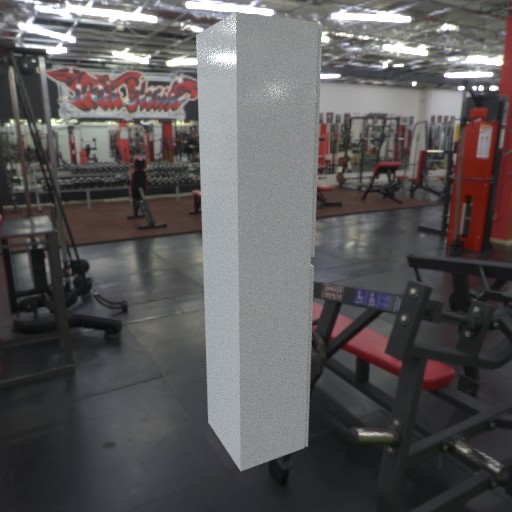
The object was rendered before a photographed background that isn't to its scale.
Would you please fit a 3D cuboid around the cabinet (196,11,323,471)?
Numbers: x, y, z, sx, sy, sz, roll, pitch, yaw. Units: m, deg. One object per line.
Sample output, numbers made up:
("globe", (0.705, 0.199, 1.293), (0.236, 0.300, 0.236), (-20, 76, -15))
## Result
("cabinet", (0.000, 0.000, 1.504), (0.270, 1.400, 0.300), (-8, 17, -26))
